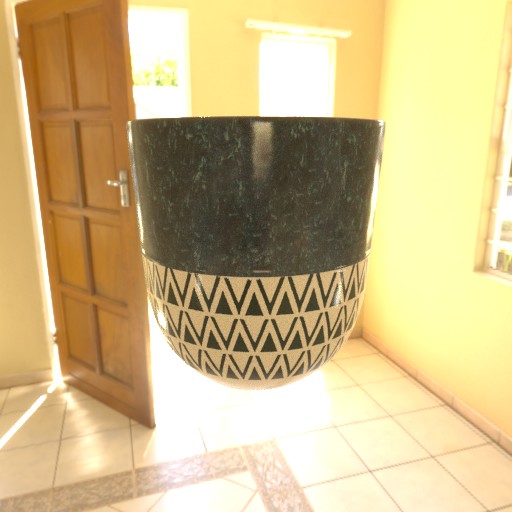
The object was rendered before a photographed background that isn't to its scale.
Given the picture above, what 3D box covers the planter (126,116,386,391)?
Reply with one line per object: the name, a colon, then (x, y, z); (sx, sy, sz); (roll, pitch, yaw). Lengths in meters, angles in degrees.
planter: (0.000, 0.000, 0.371); (0.195, 0.214, 0.195); (0, 15, 0)
